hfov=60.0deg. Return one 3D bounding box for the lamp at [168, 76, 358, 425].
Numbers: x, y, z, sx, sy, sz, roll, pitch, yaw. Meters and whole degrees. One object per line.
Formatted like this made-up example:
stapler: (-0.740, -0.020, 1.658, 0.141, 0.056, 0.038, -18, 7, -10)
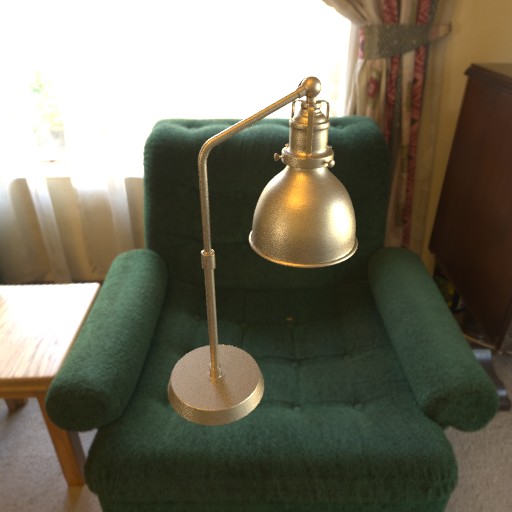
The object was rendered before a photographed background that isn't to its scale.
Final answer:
lamp: (0.000, 0.000, 0.608, 0.286, 0.456, 0.153, -9, 32, -15)
